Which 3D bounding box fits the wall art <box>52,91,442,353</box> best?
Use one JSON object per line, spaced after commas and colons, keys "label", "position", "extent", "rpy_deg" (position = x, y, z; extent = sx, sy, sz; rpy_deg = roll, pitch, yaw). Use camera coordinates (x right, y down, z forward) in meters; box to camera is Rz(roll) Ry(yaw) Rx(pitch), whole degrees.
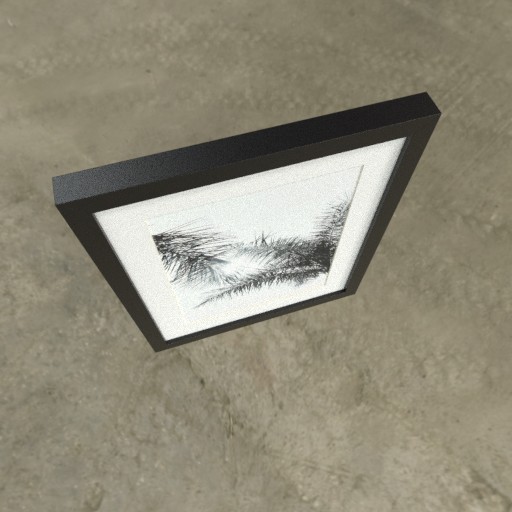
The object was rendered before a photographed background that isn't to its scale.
{"label": "wall art", "position": [0.000, 0.000, 0.529], "extent": [0.325, 0.380, 0.028], "rpy_deg": [-15, 62, -8]}
